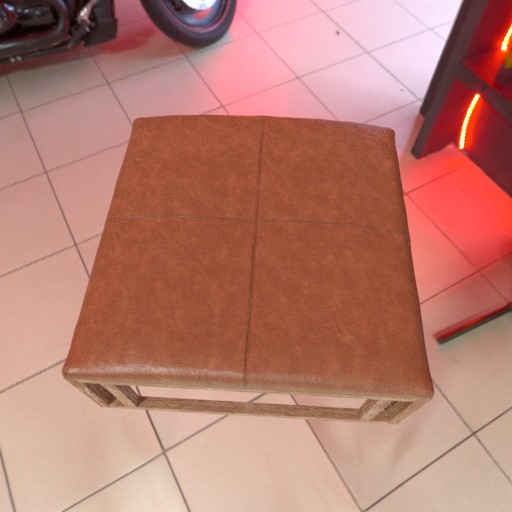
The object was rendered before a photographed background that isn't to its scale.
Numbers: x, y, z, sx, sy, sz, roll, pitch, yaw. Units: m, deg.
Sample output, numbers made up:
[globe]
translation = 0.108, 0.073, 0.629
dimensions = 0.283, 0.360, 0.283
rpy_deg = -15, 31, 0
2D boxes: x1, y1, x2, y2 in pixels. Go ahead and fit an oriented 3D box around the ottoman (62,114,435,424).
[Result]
[ottoman]
translation = 0.000, 0.000, 1.580
dimensions = 1.013, 0.442, 1.016
rpy_deg = 3, 59, 2
